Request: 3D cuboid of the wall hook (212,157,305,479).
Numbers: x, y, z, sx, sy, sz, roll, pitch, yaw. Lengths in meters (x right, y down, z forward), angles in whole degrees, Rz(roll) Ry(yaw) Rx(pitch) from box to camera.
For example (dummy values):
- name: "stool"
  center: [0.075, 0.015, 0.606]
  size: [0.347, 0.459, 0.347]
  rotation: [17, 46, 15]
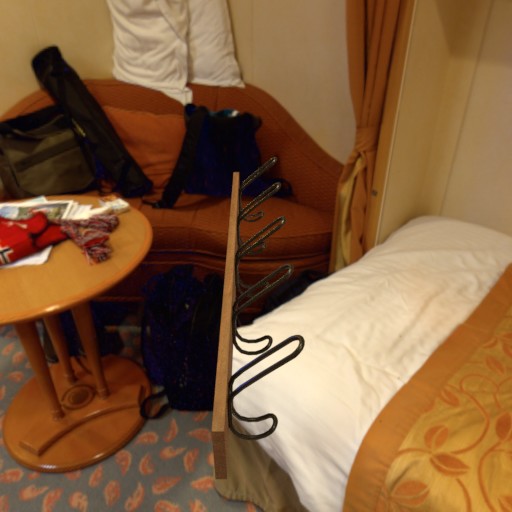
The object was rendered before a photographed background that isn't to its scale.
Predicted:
- name: "wall hook"
  center: [0.000, 0.000, 0.588]
  size: [0.076, 0.116, 0.554]
  rotation: [0, 32, -1]
